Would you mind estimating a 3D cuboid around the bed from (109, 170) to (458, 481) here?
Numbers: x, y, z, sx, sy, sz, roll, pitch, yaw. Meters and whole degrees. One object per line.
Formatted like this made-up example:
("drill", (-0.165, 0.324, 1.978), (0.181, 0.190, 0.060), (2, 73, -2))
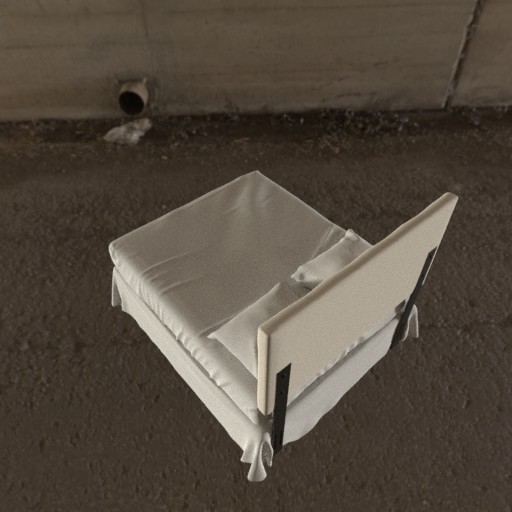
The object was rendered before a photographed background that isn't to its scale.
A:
("bed", (0.000, 0.000, 3.516), (1.936, 1.577, 2.222), (-32, 53, -27))
